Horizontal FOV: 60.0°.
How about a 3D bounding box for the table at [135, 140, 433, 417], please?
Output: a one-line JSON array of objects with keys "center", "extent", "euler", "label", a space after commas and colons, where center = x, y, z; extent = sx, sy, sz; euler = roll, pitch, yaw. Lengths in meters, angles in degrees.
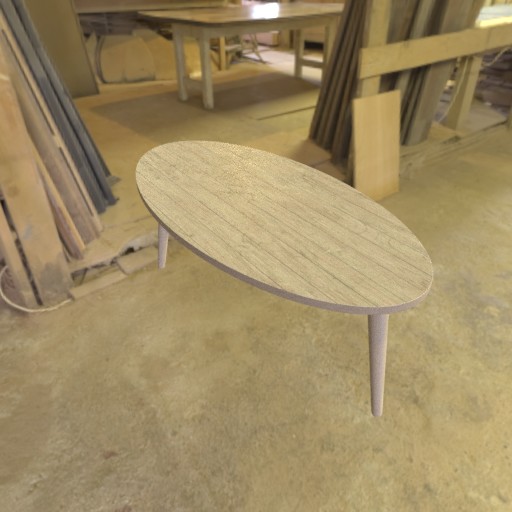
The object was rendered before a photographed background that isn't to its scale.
[{"center": [0.000, 0.000, 1.335], "extent": [0.542, 0.390, 1.083], "euler": [-22, 39, -29], "label": "table"}]
